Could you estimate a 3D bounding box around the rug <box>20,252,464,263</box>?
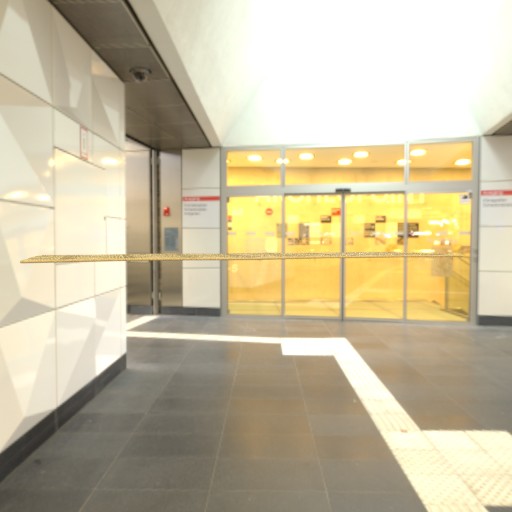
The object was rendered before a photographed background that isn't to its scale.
[{"bbox_3d":[0.000,0.000,2.380,2.182,0.015,0.645,-1,2,-18],"label":"rug"}]
